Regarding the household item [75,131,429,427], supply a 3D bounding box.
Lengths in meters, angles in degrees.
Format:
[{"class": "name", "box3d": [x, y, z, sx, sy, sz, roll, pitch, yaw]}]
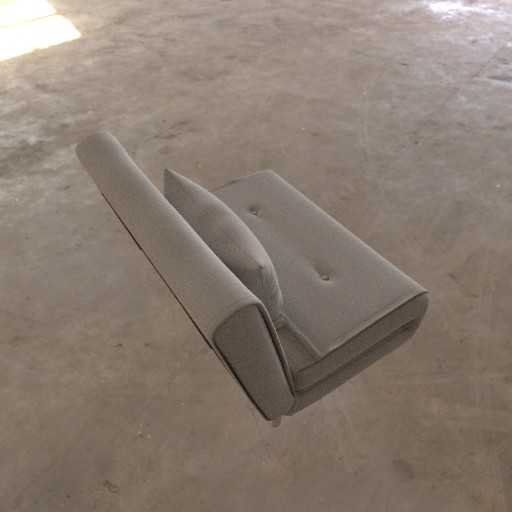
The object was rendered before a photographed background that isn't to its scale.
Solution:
[{"class": "household item", "box3d": [0.000, 0.000, 1.660, 0.874, 0.800, 1.000, -24, 48, -24]}]
